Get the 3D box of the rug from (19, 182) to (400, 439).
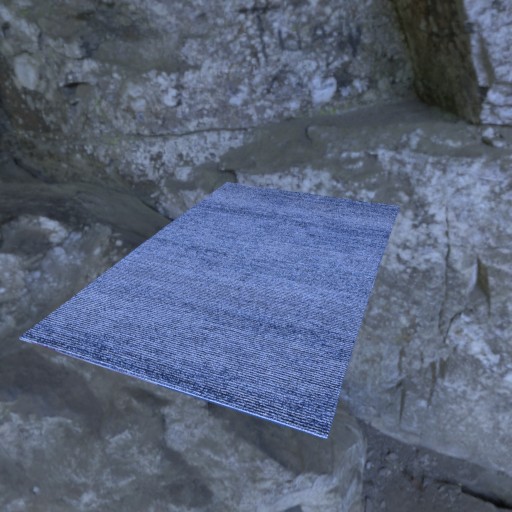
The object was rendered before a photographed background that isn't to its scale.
[{"bbox_3d":[0.000,0.000,2.155,1.159,0.025,1.793,11,31,19],"label":"rug"}]
